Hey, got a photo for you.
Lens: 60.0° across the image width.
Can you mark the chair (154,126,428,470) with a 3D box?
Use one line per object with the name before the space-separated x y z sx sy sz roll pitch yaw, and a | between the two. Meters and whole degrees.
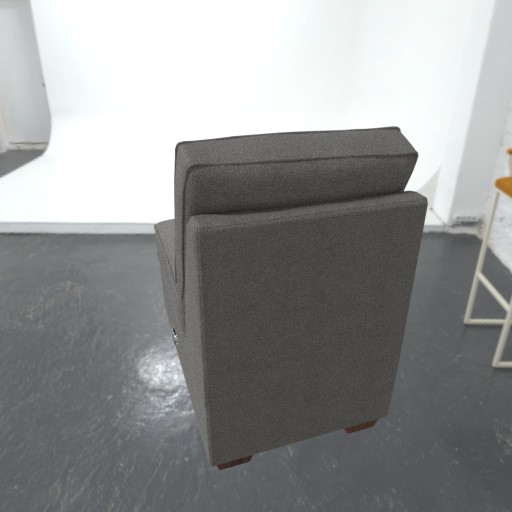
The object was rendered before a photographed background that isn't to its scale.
chair | 0.000 0.000 1.563 0.621 0.970 0.938 -8 27 -17
